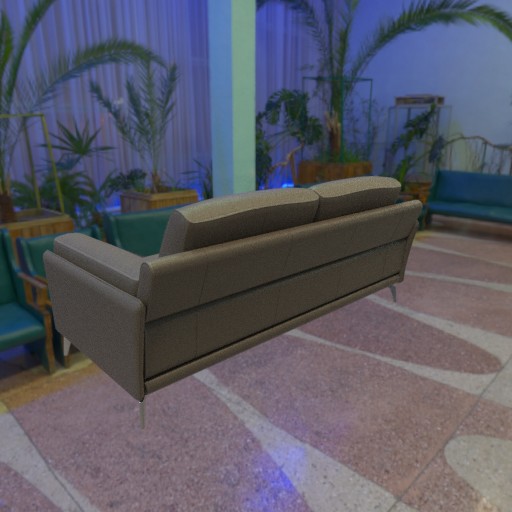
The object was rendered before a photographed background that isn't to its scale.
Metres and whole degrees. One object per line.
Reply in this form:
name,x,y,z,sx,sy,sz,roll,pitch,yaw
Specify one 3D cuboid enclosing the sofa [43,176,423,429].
sofa,0.000,0.000,2.658,2.101,0.930,1.049,-15,22,-41
